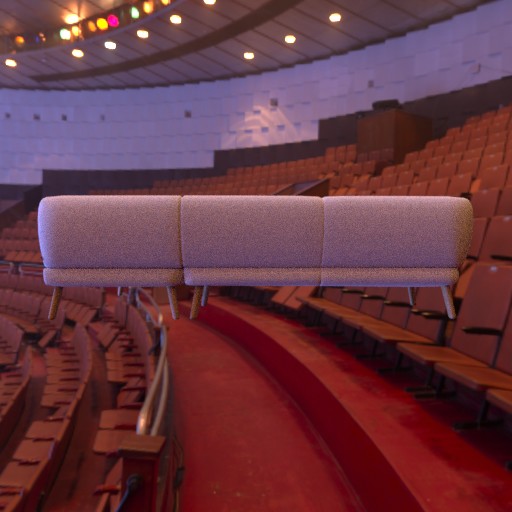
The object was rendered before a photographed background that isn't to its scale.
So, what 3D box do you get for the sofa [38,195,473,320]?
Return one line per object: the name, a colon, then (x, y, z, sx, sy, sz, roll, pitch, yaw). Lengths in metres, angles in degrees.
sofa: (0.000, 0.000, 3.290, 2.660, 0.730, 1.610, 0, 1, -1)
